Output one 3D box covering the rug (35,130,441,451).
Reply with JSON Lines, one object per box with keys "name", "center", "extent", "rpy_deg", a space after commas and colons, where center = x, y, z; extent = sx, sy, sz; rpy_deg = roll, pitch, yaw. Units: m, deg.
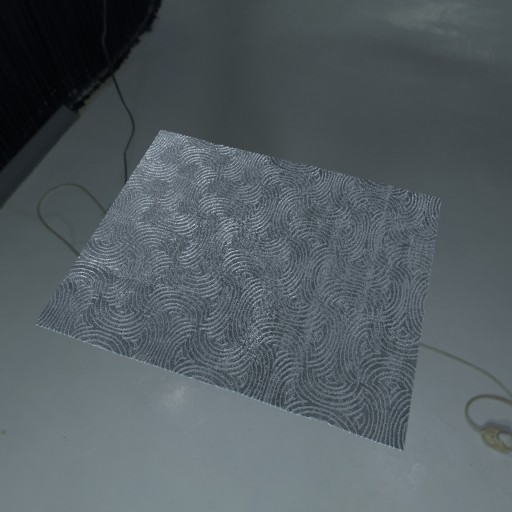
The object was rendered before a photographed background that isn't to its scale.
{"name": "rug", "center": [0.000, 0.000, 4.024], "extent": [3.042, 0.021, 2.456], "rpy_deg": [16, 59, 10]}
